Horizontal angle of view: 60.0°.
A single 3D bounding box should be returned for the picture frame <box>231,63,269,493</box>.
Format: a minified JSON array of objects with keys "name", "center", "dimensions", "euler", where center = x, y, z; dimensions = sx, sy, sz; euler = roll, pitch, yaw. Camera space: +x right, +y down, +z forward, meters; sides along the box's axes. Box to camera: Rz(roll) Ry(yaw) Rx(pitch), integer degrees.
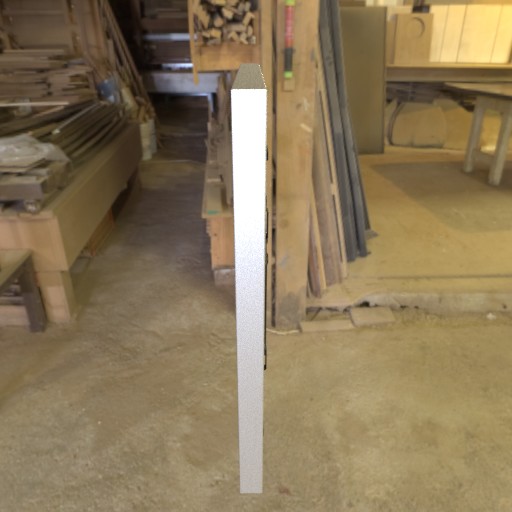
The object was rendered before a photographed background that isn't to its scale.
[{"name":"picture frame","center":[0.000,0.000,0.503],"dimensions":[0.036,0.386,0.307],"euler":[0,26,-1]}]
